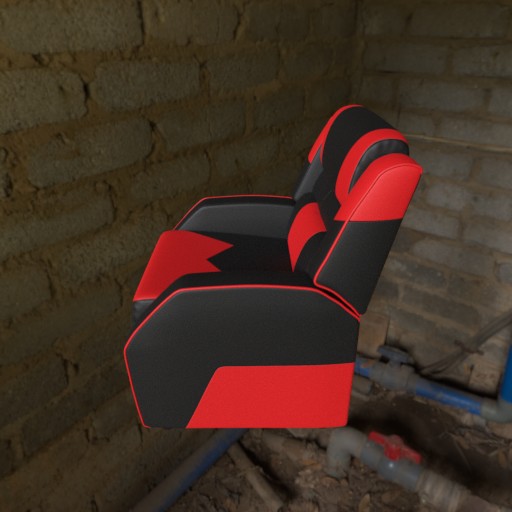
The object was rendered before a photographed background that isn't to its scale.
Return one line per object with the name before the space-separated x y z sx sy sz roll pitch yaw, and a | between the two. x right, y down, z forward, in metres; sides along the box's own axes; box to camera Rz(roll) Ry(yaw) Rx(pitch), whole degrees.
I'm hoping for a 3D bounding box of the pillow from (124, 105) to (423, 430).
pillow | 0.000 0.000 1.310 0.672 0.805 0.620 0 28 0
